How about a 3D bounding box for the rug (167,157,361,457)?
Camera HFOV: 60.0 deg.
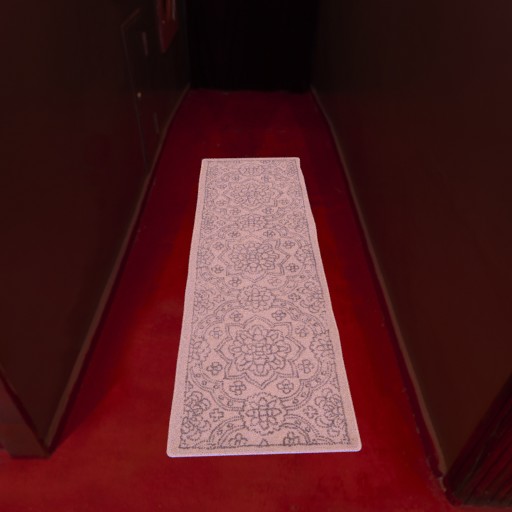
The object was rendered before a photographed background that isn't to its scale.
[{"bbox_3d":[0.000,0.000,2.702,0.806,0.006,2.431,-1,41,-1],"label":"rug"}]
